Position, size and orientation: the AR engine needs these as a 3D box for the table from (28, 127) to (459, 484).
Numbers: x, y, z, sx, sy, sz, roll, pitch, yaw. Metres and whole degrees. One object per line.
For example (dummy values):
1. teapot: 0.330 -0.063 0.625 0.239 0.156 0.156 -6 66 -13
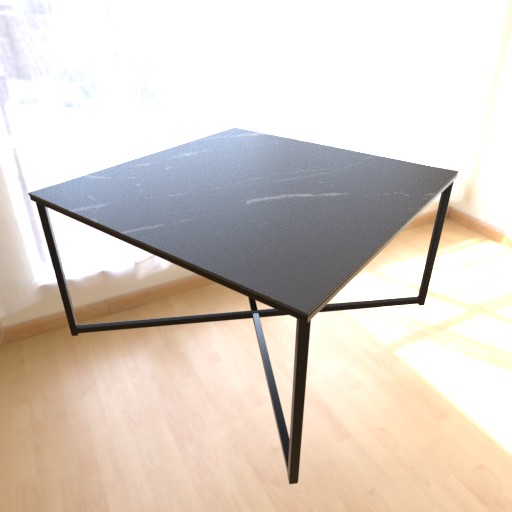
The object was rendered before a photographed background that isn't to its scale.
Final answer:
1. table: 0.000 0.000 1.269 0.800 0.450 0.800 21 36 31
